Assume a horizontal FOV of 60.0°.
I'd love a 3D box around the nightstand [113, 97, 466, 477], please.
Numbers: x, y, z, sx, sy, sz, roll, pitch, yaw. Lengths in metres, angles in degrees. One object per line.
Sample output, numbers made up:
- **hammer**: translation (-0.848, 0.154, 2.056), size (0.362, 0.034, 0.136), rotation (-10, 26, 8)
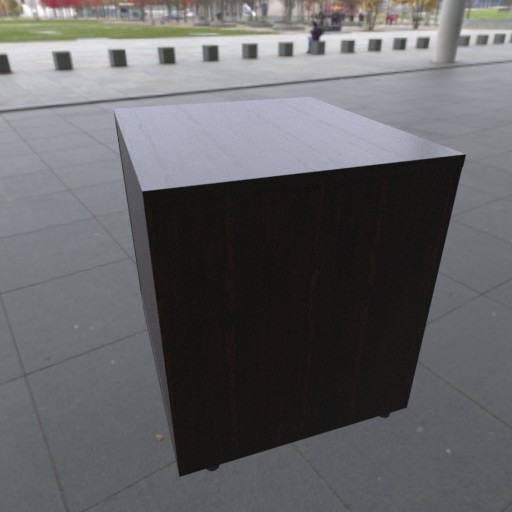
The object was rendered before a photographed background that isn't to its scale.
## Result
- **nightstand**: translation (0.000, 0.000, 0.852), size (0.427, 0.487, 0.489), rotation (-10, 30, -17)
